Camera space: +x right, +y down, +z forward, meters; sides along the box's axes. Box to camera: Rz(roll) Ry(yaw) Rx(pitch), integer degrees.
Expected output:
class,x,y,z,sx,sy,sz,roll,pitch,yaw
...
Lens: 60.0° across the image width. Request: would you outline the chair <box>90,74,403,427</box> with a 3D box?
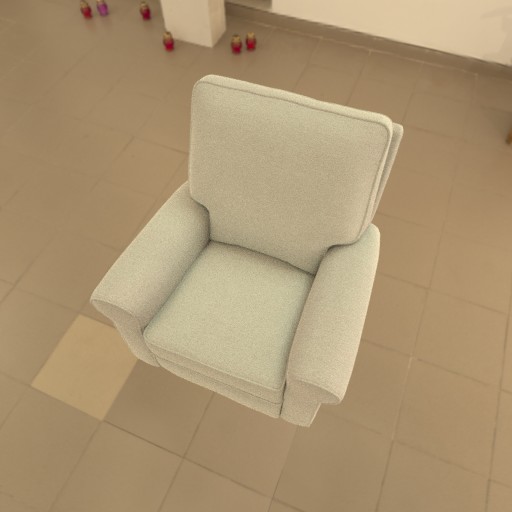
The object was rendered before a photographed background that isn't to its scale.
class,x,y,z,sx,sy,sz,roll,pitch,yaw
chair,0.000,0.000,1.647,0.890,0.960,0.878,19,59,12
